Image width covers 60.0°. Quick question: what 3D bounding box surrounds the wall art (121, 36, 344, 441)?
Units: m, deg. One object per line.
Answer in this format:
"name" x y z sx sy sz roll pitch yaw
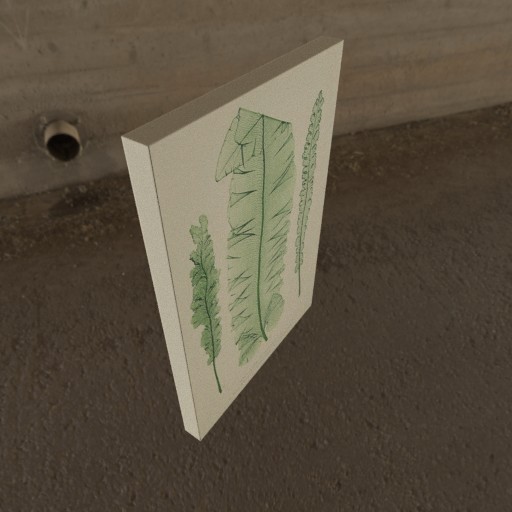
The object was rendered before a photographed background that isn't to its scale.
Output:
"wall art" 0.000 0.000 0.767 0.038 0.608 0.418 25 47 25
